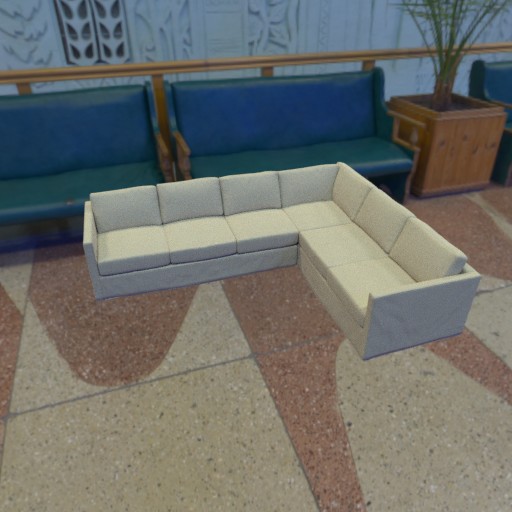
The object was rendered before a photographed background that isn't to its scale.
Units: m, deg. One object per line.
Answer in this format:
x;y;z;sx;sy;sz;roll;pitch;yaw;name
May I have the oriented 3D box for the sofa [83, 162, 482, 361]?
0.000;0.000;4.372;3.182;0.871;2.432;-9;34;-14;sofa
